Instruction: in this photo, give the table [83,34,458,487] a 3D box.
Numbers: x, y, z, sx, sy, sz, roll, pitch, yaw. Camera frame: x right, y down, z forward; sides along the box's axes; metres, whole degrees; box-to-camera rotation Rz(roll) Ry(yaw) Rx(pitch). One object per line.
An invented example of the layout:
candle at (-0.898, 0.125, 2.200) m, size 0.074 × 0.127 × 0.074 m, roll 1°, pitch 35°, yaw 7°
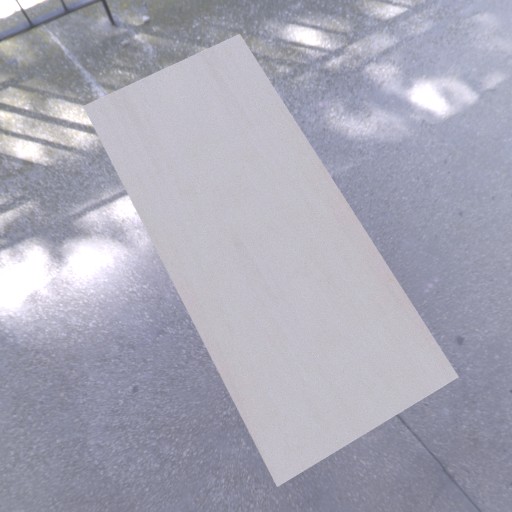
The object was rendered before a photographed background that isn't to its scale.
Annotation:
table at (0.000, 0.000, 1.288) m, size 0.457 × 0.483 × 1.016 m, roll -28°, pitch 77°, yaw -7°
